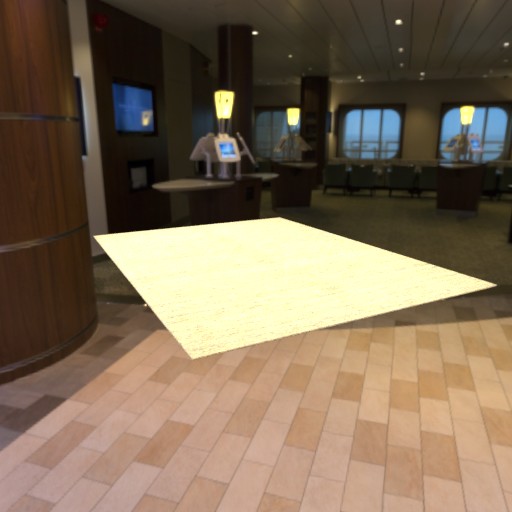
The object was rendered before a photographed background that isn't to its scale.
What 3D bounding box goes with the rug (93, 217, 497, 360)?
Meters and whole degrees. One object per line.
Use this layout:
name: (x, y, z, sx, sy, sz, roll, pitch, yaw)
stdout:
rug: (0.000, 0.000, 4.166, 2.437, 0.014, 3.201, -8, 17, -27)
